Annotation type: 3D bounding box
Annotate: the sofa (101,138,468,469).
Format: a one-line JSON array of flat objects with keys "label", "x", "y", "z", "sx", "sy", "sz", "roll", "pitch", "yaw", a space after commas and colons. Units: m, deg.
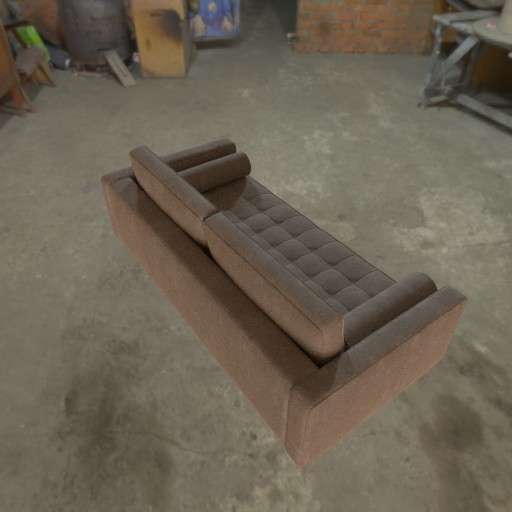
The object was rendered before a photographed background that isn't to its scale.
[{"label": "sofa", "x": 0.000, "y": 0.000, "z": 2.331, "sx": 0.920, "sy": 0.769, "sz": 1.883, "roll": -25, "pitch": 47, "yaw": -27}]
